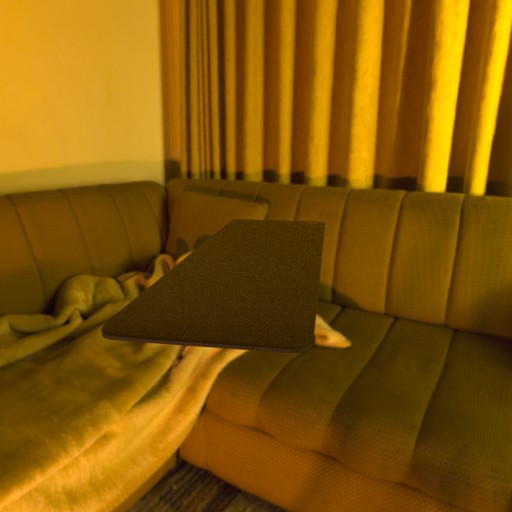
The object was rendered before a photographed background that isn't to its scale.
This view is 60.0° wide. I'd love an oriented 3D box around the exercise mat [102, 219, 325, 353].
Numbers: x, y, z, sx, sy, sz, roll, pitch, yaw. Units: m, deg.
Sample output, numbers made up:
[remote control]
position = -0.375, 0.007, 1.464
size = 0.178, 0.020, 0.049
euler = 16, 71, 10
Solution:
[exercise mat]
position = 0.000, 0.000, 2.095
size = 0.616, 0.021, 1.869
euler = 3, 15, 9
